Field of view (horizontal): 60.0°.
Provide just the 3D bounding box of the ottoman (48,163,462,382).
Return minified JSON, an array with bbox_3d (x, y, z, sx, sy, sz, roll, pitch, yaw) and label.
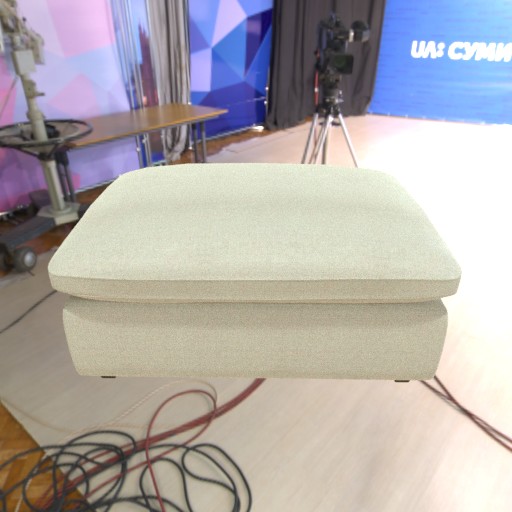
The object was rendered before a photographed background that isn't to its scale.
[{"bbox_3d":[0.000,0.000,1.358,0.984,0.453,0.686,1,30,1],"label":"ottoman"}]
